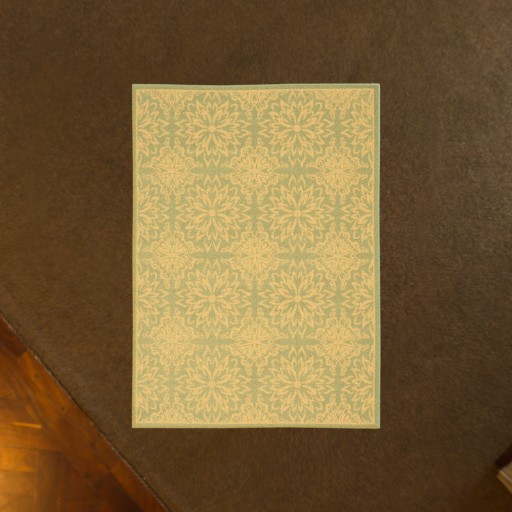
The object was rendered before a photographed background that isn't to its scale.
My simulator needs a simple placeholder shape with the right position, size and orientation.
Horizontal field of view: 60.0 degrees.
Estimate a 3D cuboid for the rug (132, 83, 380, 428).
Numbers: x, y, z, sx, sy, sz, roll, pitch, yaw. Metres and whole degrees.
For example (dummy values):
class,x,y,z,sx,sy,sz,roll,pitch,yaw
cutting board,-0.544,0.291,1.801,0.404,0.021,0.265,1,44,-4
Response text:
class,x,y,z,sx,sy,sz,roll,pitch,yaw
rug,0.000,0.000,2.840,1.589,0.014,2.205,0,90,0
